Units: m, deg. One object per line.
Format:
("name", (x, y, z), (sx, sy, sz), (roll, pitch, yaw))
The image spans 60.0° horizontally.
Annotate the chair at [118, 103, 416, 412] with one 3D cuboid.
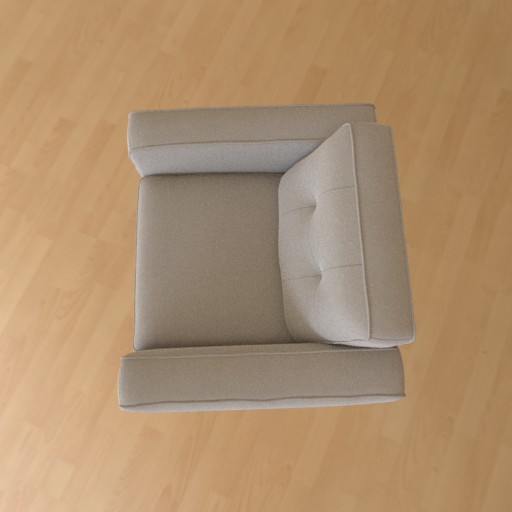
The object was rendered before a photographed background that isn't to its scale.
("chair", (0.000, 0.000, 1.721), (0.953, 0.779, 1.115), (-2, 77, 0))
